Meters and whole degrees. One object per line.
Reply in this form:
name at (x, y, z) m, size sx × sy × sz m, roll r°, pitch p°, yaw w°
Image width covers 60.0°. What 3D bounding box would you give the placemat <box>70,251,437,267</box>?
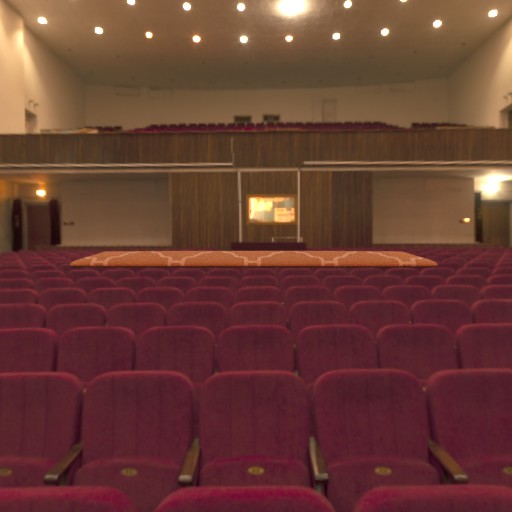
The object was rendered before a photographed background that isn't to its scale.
placemat at (0.000, 0.000, 0.962) m, size 0.508 × 0.021 × 0.762 m, roll 0°, pitch 1°, yaw 1°
